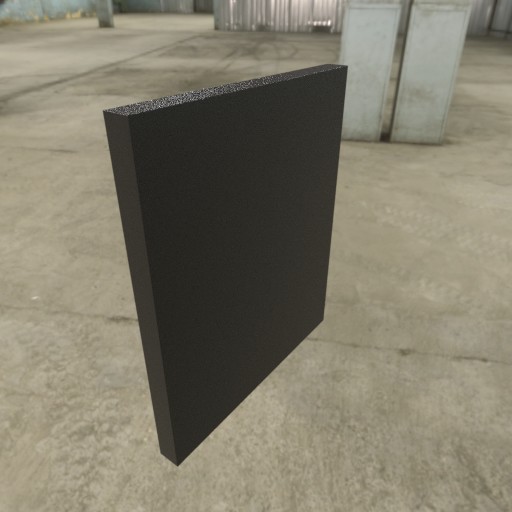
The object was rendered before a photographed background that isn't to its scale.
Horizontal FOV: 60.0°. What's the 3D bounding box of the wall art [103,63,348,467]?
[{"bbox_3d":[0.000,0.000,0.515,0.028,0.380,0.325,21,36,31],"label":"wall art"}]
